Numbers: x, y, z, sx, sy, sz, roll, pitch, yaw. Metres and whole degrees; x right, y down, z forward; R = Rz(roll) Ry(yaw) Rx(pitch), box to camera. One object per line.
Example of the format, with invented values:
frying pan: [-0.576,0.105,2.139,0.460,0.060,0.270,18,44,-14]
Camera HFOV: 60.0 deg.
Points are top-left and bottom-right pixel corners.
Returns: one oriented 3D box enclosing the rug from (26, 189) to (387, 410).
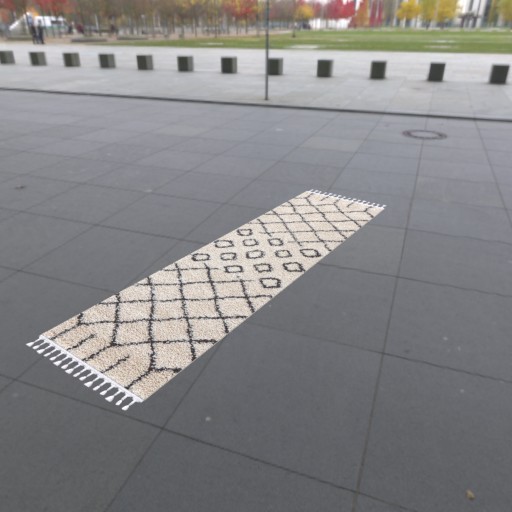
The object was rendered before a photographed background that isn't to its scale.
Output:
rug: [0.000,0.000,2.603,0.660,0.005,2.464,18,33,31]
